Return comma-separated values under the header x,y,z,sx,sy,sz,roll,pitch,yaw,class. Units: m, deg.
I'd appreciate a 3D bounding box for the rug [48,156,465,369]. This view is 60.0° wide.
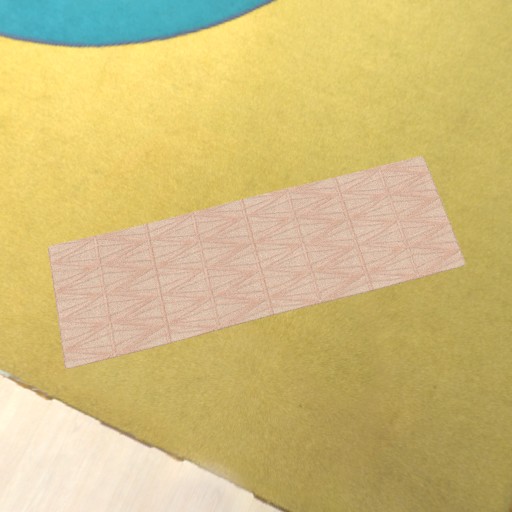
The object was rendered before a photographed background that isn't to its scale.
x,y,z,sx,sy,sz,roll,pitch,yaw,class
0.000,0.000,2.688,2.435,0.015,0.760,-14,75,-4,rug
